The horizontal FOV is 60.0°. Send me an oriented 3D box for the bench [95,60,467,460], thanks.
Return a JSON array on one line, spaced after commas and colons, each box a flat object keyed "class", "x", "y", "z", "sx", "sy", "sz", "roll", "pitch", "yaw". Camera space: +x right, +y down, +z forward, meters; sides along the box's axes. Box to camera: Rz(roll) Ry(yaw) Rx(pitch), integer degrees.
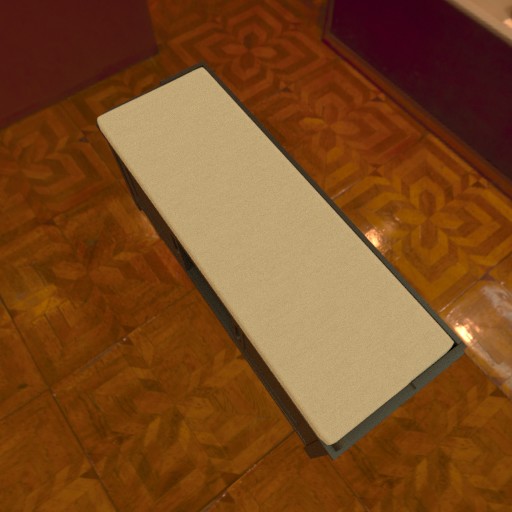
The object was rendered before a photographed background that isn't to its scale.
[{"class": "bench", "x": 0.000, "y": 0.000, "z": 1.375, "sx": 0.398, "sy": 0.501, "sz": 1.140, "roll": -32, "pitch": 68, "yaw": -15}]
